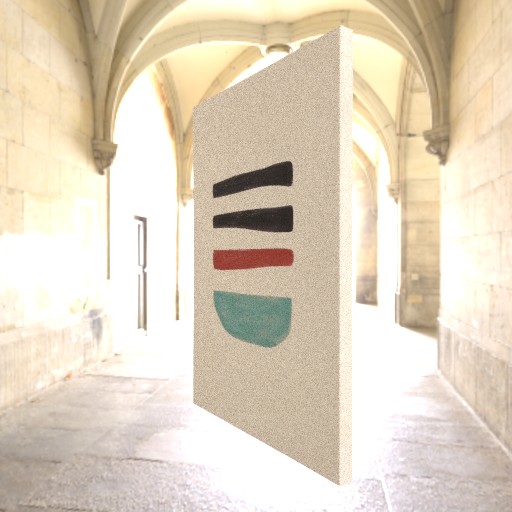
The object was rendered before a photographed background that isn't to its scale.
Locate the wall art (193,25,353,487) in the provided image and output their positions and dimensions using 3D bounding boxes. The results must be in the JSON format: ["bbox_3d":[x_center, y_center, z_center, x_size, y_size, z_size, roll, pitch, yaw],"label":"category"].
[{"bbox_3d":[0.000,0.000,1.129,0.038,0.912,0.607,0,0,-36],"label":"wall art"}]
